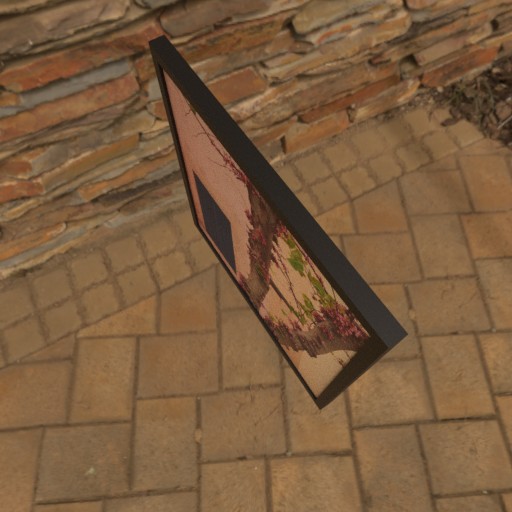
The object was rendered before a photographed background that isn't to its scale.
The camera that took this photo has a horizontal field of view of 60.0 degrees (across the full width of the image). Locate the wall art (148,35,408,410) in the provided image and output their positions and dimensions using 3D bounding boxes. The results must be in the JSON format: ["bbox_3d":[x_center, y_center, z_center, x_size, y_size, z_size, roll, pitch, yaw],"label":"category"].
[{"bbox_3d":[0.000,0.000,1.126,0.038,0.762,0.762,-30,68,-14],"label":"wall art"}]
